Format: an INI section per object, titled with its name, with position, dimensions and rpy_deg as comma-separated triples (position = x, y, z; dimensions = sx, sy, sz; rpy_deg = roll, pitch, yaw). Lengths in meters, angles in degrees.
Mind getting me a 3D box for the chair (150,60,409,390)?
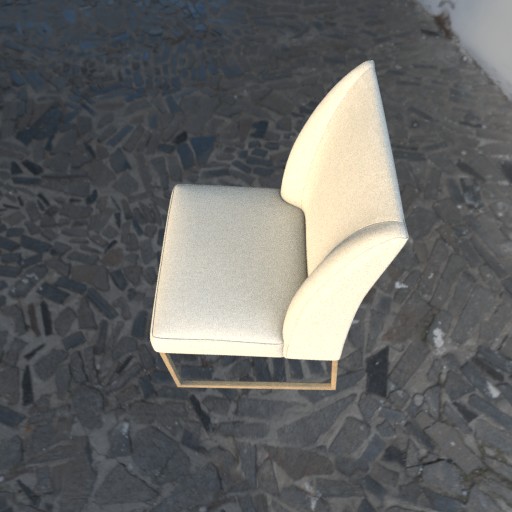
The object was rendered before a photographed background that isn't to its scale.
[chair]
position = 0.000, 0.000, 1.193
dimensions = 0.522, 0.863, 0.508
rpy_deg = 1, 58, 1
